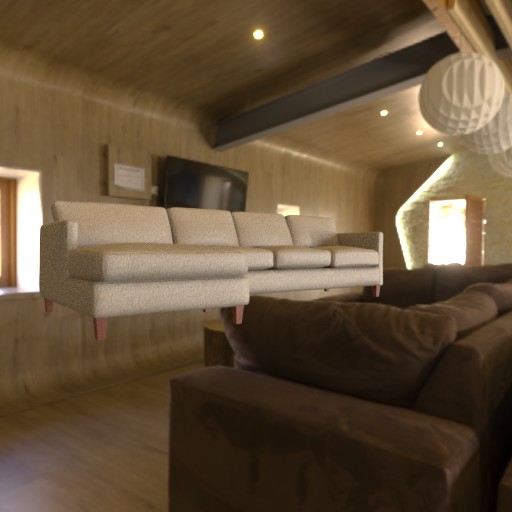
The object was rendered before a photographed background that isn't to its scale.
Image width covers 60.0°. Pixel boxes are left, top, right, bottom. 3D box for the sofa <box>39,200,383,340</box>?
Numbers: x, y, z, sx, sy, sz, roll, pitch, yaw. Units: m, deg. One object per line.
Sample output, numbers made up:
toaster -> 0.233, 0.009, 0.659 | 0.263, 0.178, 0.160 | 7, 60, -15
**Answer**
sofa -> 0.000, 0.000, 3.828 | 3.201, 0.876, 1.502 | 0, 1, -36
